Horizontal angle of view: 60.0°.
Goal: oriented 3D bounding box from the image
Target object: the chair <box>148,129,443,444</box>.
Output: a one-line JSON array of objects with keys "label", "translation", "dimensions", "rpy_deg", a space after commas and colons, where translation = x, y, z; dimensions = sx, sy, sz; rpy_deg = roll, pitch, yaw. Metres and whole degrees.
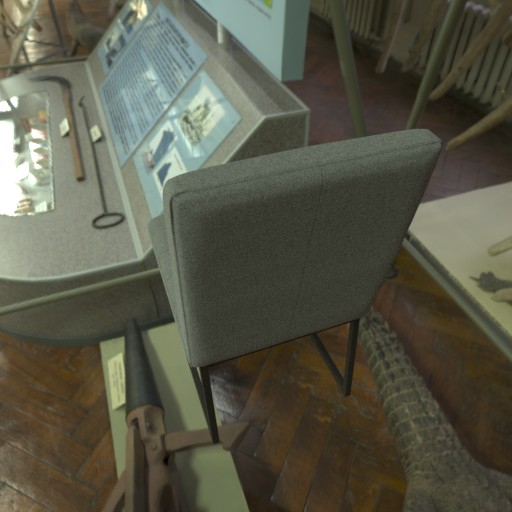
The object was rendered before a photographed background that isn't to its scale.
[{"label": "chair", "translation": [0.000, 0.000, 1.244], "dimensions": [0.520, 0.930, 0.634], "rpy_deg": [-14, 44, -15]}]
